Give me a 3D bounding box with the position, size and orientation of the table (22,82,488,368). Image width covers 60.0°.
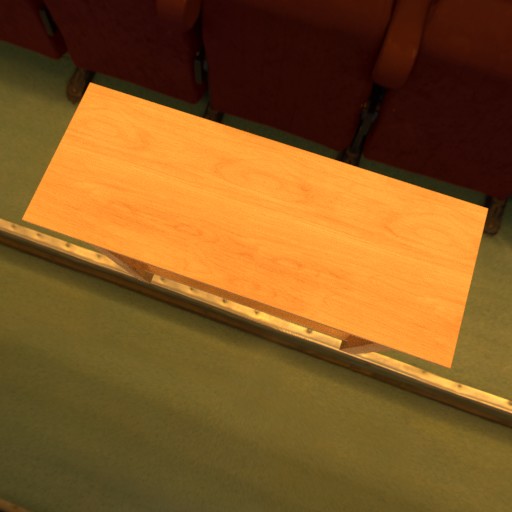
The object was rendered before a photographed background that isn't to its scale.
[{"bbox_3d":[0.000,0.000,1.265,0.900,0.728,0.340,19,77,5],"label":"table"}]
